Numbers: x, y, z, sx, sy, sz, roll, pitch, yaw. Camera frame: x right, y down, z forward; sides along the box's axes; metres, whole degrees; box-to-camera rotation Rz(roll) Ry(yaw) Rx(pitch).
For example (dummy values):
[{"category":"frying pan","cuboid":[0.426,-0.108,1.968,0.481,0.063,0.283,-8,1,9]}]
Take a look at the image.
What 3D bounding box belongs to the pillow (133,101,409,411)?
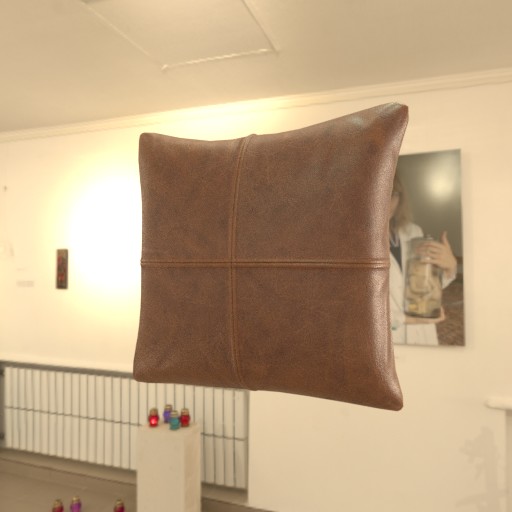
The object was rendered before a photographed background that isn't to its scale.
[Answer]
[{"category":"pillow","cuboid":[0.000,0.000,0.738,0.484,0.470,0.192,0,-1,19]}]
